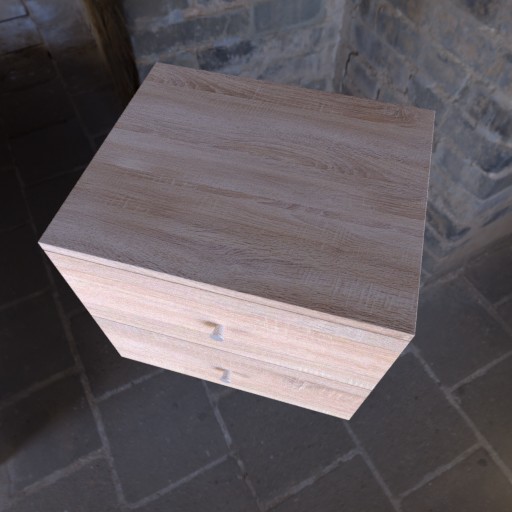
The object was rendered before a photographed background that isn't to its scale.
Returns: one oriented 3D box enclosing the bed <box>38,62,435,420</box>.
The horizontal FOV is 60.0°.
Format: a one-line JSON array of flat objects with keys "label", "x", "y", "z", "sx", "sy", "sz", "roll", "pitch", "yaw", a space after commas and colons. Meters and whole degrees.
[{"label": "bed", "x": 0.000, "y": 0.000, "z": 0.787, "sx": 0.460, "sy": 0.420, "sz": 0.401, "roll": 13, "pitch": 58, "yaw": 8}]
